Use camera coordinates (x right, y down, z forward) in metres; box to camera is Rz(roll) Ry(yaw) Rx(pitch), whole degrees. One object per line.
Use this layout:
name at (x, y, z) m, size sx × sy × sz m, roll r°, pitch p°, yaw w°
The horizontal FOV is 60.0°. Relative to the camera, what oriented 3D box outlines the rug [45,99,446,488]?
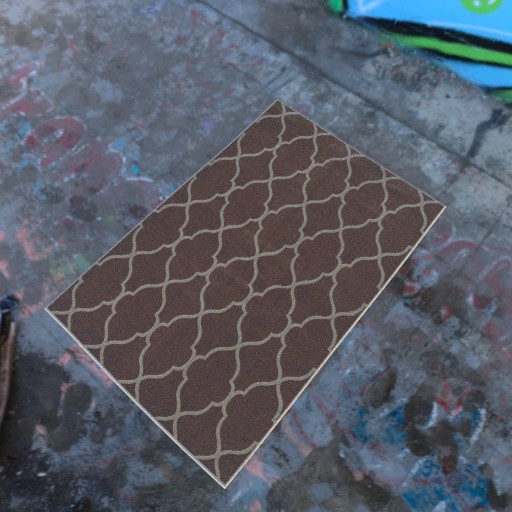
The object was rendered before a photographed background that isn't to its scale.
rug at (0.000, 0.000, 2.911) m, size 1.528 × 0.014 × 2.294 m, roll 38°, pitch 70°, yaw 16°
